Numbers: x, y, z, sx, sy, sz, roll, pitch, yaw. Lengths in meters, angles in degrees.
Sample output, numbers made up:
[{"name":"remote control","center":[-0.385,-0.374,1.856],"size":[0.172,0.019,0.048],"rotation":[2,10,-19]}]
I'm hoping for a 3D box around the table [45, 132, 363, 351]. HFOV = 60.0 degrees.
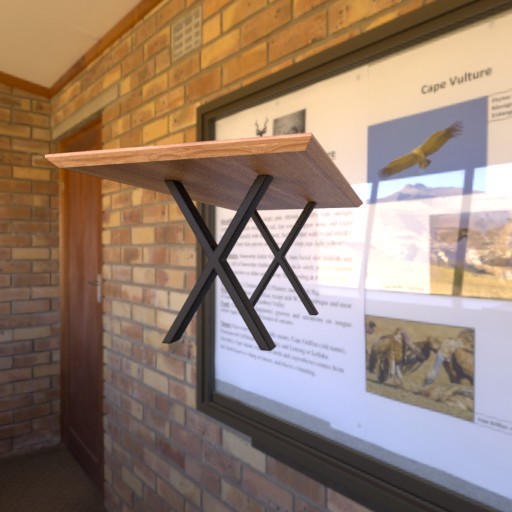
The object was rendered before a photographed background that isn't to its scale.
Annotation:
[{"name":"table","center":[0.000,0.000,2.446],"size":[1.000,0.770,2.000],"rotation":[0,1,18]}]
